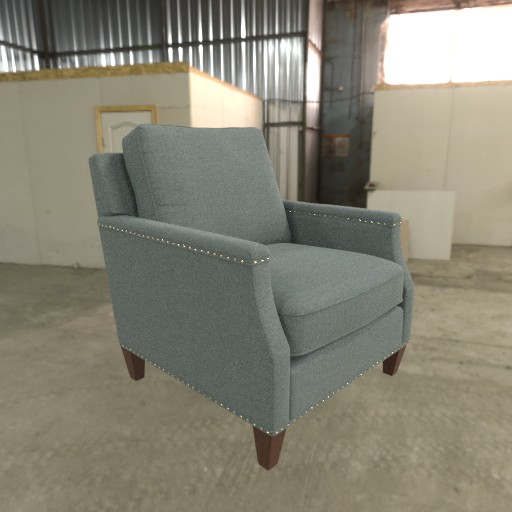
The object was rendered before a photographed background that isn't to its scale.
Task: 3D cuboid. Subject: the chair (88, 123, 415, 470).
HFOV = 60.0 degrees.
[{"bbox_3d":[0.000,0.000,1.801,1.031,1.031,0.885,14,20,42],"label":"chair"}]
